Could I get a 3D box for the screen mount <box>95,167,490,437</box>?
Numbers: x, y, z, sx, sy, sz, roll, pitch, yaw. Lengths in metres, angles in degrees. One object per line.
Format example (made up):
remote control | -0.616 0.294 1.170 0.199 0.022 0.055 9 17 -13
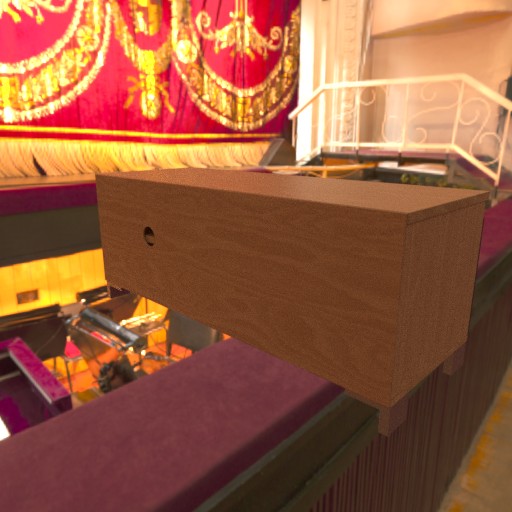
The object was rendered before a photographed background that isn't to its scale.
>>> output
screen mount | 0.000 0.000 1.284 1.084 0.432 0.406 14 21 42
